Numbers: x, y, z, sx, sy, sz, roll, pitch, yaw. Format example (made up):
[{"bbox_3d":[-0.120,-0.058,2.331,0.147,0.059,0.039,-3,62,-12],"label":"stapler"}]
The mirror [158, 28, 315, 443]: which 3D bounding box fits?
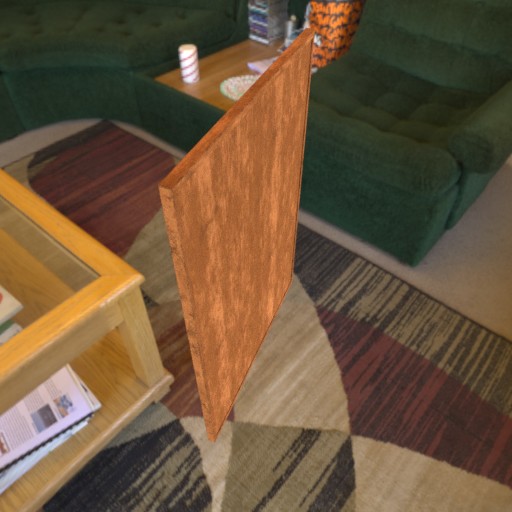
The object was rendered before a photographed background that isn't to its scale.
[{"bbox_3d":[0.000,0.000,1.396,0.028,1.099,0.796,17,49,16],"label":"mirror"}]
